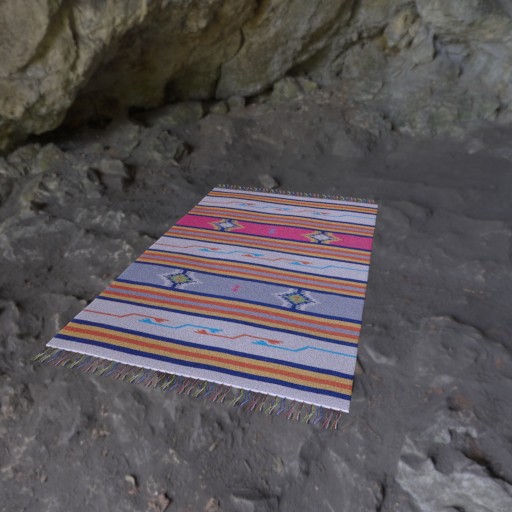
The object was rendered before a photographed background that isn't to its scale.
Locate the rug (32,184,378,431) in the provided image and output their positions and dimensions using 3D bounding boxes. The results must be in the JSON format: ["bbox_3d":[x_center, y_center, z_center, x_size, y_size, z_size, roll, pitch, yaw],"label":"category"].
[{"bbox_3d":[0.000,0.000,2.167,1.084,0.013,1.849,8,30,14],"label":"rug"}]
